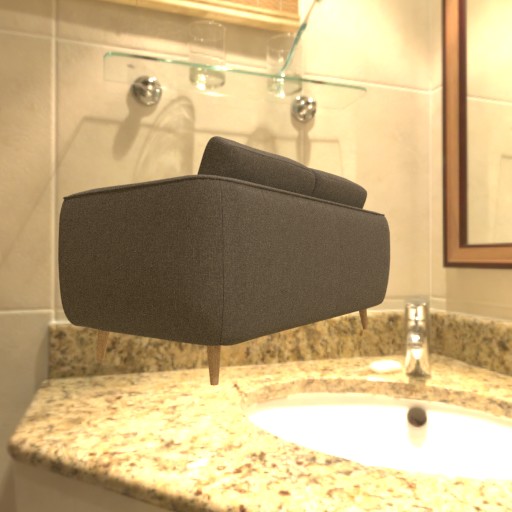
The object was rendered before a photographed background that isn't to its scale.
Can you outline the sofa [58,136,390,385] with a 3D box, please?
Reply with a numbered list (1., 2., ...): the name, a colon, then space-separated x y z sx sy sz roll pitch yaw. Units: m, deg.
1. sofa: 0.000 0.000 2.241 0.920 0.870 1.700 0 0 35
